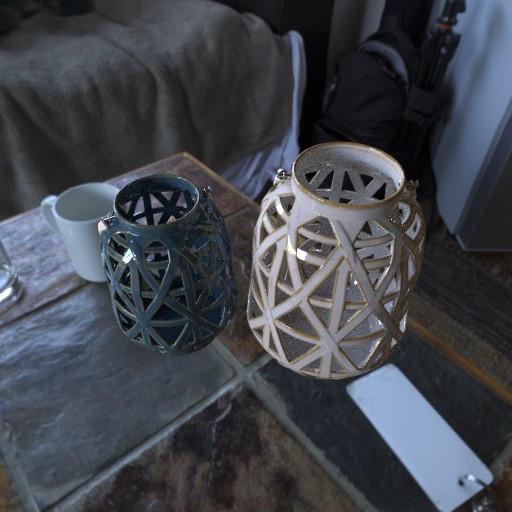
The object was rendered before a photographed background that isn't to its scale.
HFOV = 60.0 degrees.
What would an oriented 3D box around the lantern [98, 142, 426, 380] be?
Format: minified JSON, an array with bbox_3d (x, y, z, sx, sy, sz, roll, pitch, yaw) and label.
[{"bbox_3d":[0.000,0.000,0.615,0.439,0.307,0.245,5,45,5],"label":"lantern"}]
